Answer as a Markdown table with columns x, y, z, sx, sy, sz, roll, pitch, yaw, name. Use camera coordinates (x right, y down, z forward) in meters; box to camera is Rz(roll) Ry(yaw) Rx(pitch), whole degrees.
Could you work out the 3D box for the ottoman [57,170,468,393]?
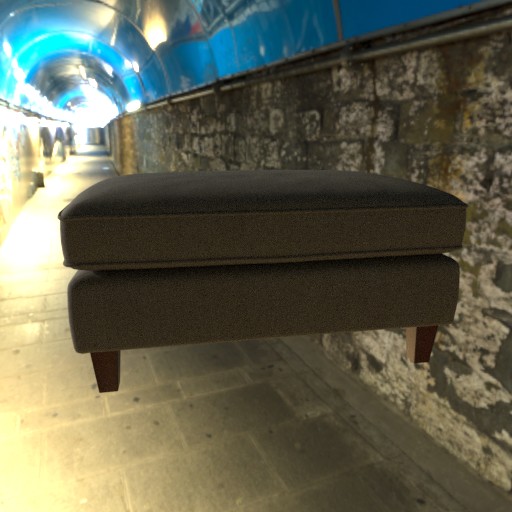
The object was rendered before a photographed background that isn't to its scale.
| x | y | z | sx | sy | sz | roll | pitch | yaw | name |
| --- | --- | --- | --- | --- | --- | --- | --- | --- | --- |
| 0.000 | 0.000 | 1.292 | 0.941 | 0.480 | 0.636 | -3 | 16 | -10 | ottoman |
